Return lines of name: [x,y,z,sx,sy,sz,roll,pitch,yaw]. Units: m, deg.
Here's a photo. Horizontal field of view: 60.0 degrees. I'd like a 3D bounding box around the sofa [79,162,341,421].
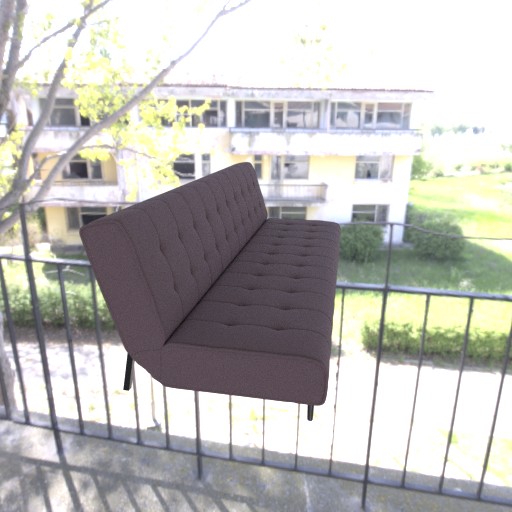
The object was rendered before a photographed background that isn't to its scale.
sofa: [0.000,0.000,2.046,0.747,0.699,1.703,3,18,11]
